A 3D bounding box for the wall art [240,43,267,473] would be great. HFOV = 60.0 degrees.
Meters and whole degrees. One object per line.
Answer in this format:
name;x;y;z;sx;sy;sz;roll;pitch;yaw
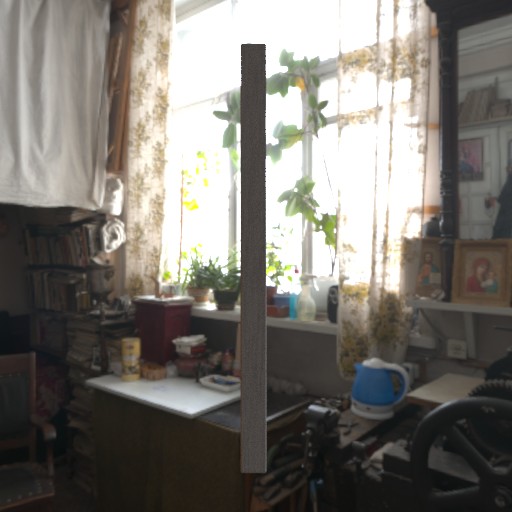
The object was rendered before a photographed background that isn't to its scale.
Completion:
wall art;0.000;0.000;1.966;0.078;1.288;1.287;0;1;1
